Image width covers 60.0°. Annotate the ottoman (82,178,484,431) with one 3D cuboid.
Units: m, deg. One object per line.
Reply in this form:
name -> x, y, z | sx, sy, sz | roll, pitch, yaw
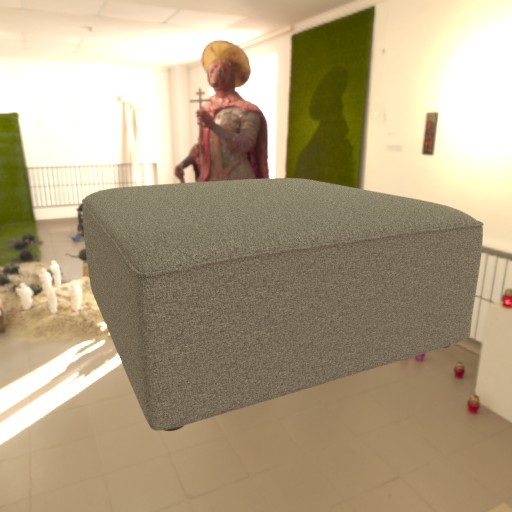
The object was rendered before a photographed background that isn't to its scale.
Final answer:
ottoman -> 0.000, 0.000, 1.533 | 1.015, 0.464, 1.005 | -8, 18, -26
